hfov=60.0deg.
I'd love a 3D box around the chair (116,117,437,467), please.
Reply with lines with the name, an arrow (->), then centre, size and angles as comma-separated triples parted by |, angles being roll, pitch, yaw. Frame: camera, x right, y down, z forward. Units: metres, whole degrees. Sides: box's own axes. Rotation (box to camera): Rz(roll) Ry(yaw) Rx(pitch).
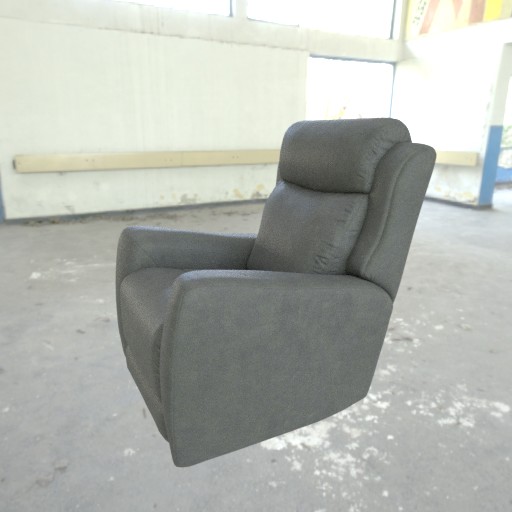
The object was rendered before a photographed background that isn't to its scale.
chair -> 0.000, 0.000, 1.871 | 1.068, 1.116, 0.967 | -8, 17, -25
